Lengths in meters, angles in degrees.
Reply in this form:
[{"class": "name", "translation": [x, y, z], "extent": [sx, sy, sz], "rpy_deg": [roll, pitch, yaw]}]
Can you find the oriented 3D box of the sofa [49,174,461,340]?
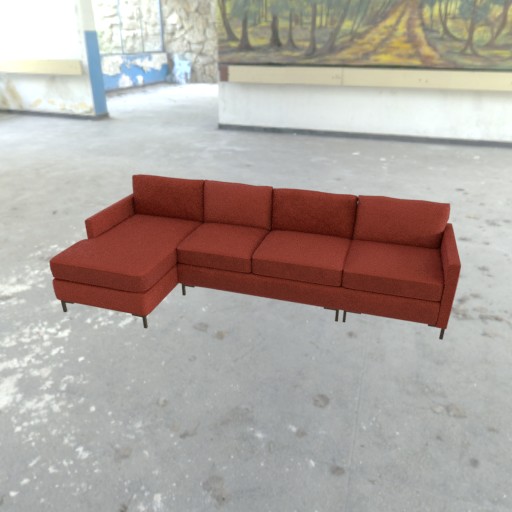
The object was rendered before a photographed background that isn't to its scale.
[{"class": "sofa", "translation": [0.000, 0.000, 4.072], "extent": [3.400, 0.967, 1.500], "rpy_deg": [8, 27, 16]}]
